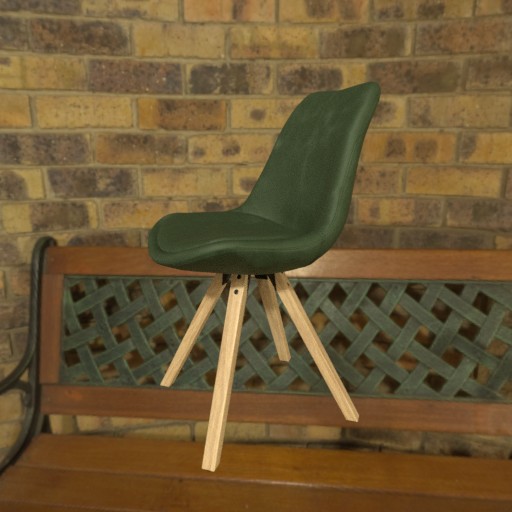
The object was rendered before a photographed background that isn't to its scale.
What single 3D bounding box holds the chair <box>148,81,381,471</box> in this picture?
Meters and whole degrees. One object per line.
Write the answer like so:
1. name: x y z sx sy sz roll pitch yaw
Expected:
1. chair: 0.000 0.000 1.172 0.547 0.865 0.483 -7 15 -24
